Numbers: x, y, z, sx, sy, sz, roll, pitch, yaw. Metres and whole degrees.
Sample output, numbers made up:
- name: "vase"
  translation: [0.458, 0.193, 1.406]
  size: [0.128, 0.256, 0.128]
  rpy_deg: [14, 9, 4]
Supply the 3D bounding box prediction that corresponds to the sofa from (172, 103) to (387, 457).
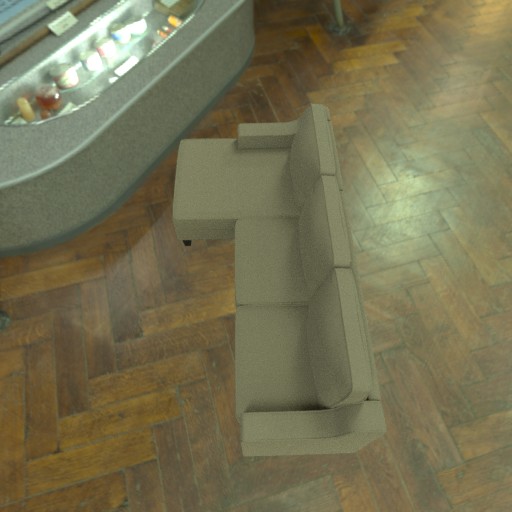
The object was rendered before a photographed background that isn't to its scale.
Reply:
- name: "sofa"
  translation: [0.000, 0.000, 3.194]
  size: [1.294, 0.928, 2.561]
  rpy_deg: [-1, 57, -1]
